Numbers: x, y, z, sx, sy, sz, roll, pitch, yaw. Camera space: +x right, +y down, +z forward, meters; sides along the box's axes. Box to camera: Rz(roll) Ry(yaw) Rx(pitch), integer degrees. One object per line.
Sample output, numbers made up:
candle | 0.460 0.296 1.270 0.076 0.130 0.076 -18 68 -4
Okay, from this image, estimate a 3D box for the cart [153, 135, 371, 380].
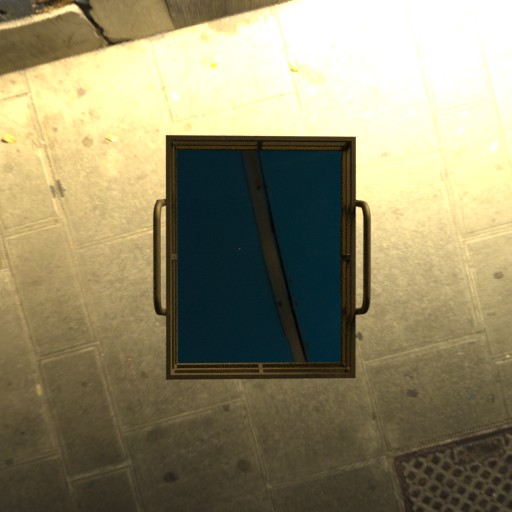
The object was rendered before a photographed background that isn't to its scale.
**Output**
cart | 0.000 0.000 1.267 0.441 0.883 0.711 0 90 -2
